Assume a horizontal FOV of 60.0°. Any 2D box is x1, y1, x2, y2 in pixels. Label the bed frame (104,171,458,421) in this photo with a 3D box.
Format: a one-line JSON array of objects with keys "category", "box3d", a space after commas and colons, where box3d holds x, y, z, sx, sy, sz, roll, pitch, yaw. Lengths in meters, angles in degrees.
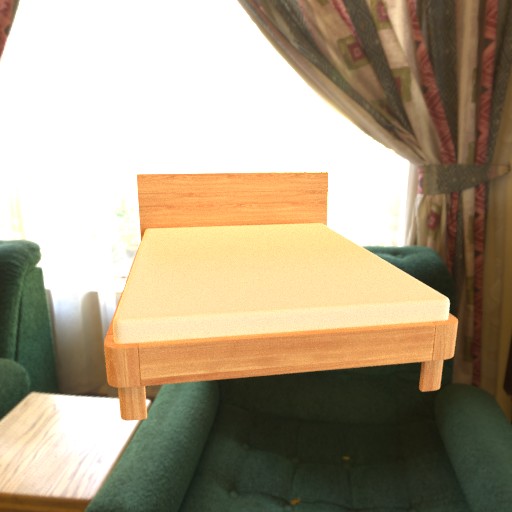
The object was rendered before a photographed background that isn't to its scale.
[{"category": "bed frame", "box3d": [0.000, 0.000, 2.946, 1.660, 0.940, 2.092, -2, 15, -9]}]
